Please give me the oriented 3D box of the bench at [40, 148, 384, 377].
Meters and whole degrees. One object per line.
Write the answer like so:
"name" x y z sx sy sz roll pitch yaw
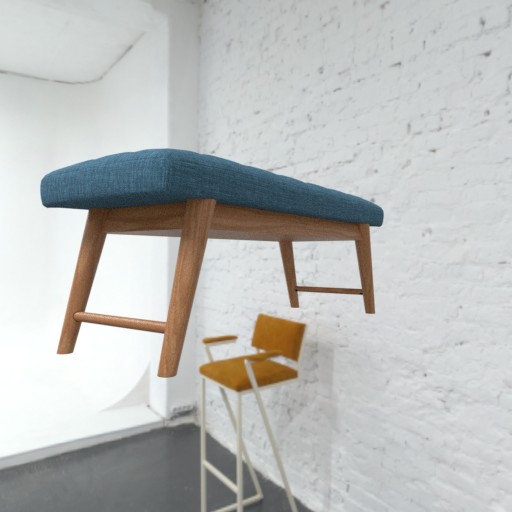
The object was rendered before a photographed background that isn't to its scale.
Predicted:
"bench" 0.000 0.000 1.328 0.406 0.432 1.118 0 0 35
